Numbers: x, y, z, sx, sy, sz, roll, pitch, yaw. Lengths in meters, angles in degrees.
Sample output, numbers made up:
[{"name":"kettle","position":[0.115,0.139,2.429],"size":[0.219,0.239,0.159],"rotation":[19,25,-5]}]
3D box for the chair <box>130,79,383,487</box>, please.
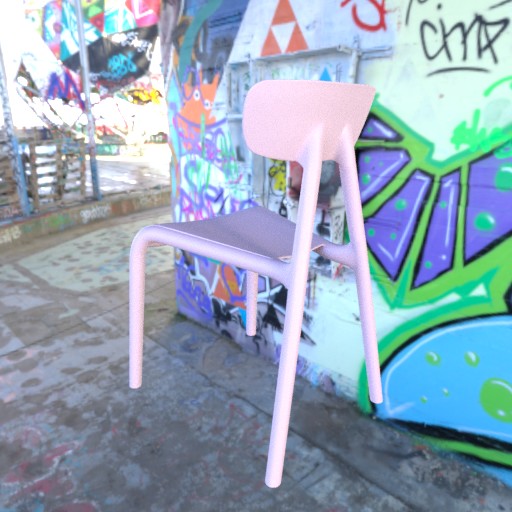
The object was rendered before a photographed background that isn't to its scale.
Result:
[{"name":"chair","position":[0.000,0.000,0.819],"size":[0.356,0.580,0.401],"rotation":[-16,23,-42]}]
